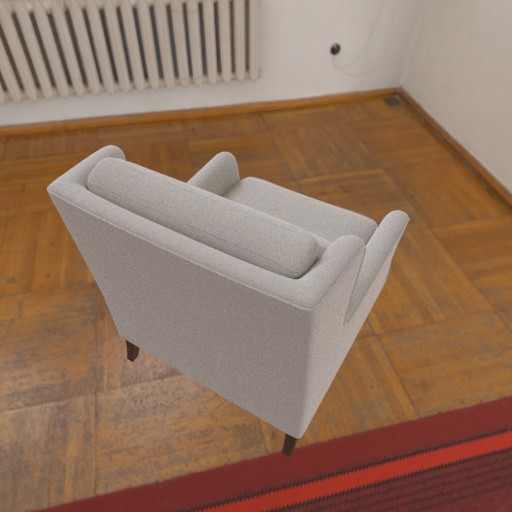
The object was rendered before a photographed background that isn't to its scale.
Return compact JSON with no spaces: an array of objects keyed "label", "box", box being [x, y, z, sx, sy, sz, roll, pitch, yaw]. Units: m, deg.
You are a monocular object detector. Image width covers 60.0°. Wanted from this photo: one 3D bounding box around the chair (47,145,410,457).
[{"label":"chair","box":[0.000,0.000,1.856,0.982,1.056,1.040,23,50,21]}]
